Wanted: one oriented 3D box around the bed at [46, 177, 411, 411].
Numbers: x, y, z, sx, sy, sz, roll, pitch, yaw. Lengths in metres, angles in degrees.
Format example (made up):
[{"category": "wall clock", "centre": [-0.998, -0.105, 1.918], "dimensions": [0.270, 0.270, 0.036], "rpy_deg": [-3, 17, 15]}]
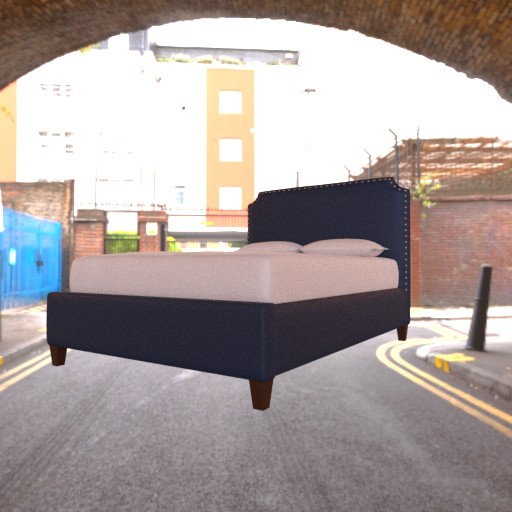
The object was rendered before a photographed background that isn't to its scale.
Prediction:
[{"category": "bed", "centre": [0.000, 0.000, 3.382], "dimensions": [1.712, 1.443, 2.372], "rpy_deg": [-1, -2, 34]}]
